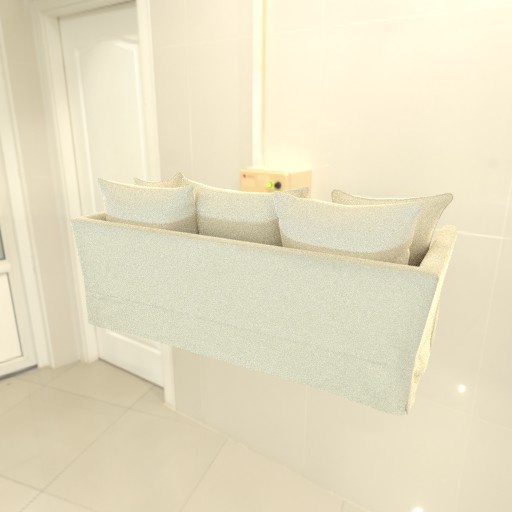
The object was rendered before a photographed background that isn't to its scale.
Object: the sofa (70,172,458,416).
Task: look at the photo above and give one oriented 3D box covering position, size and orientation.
[{"bbox_3d":[0.000,0.000,2.881,2.290,1.034,1.031,9,20,27],"label":"sofa"}]
